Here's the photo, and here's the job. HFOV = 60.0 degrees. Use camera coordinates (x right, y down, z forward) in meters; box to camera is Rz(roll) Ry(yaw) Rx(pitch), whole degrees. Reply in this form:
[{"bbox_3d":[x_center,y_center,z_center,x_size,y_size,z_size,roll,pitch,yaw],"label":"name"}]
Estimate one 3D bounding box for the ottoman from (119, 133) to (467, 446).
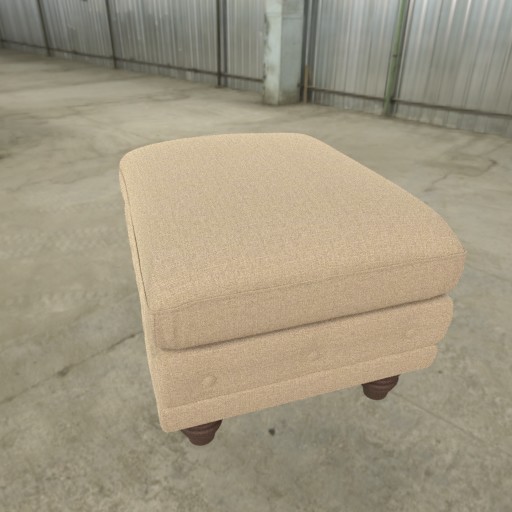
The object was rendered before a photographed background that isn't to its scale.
[{"bbox_3d":[0.000,0.000,0.998,0.541,0.463,0.684,-9,30,-15],"label":"ottoman"}]
